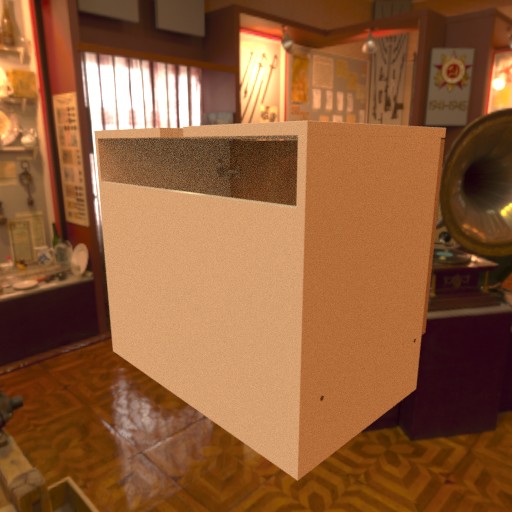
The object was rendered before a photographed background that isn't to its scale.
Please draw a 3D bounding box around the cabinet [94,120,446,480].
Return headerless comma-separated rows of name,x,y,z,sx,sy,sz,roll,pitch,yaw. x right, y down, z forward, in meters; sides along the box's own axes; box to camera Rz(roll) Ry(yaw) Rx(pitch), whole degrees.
cabinet,0.000,0.000,0.950,0.400,0.522,0.600,-13,19,-42
